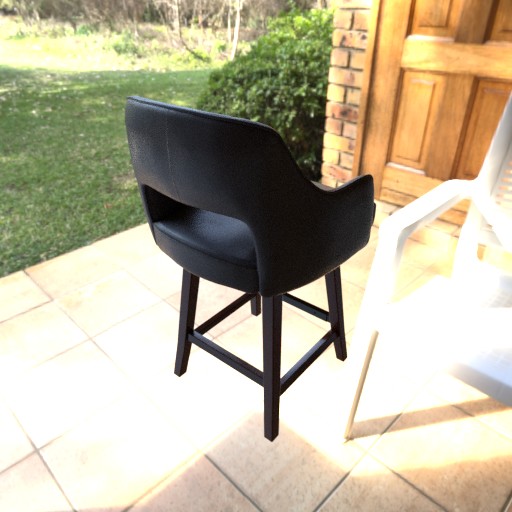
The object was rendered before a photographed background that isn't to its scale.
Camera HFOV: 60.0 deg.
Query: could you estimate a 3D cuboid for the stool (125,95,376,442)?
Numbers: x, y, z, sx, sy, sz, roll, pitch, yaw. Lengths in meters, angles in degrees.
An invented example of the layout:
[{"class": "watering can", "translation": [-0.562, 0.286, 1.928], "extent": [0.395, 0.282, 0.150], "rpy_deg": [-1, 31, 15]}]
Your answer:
[{"class": "stool", "translation": [0.000, 0.000, 1.278], "extent": [0.550, 0.936, 0.560], "rpy_deg": [23, 38, 33]}]
